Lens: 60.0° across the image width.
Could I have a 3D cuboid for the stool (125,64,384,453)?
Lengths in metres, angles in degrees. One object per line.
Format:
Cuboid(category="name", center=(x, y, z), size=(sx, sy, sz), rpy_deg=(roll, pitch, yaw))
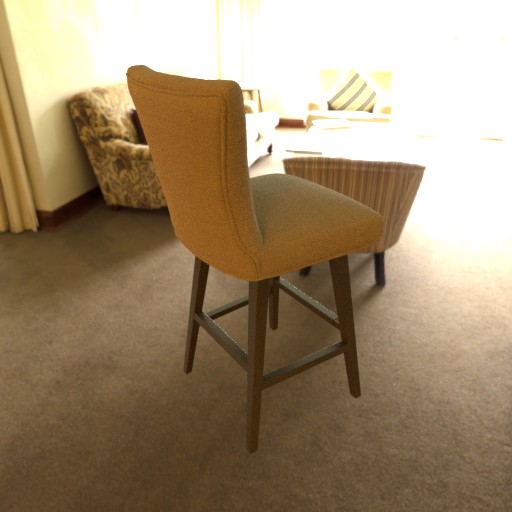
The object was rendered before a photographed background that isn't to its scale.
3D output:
Cuboid(category="stool", center=(0.000, 0.000, 1.377), size=(0.574, 1.086, 0.514), rpy_deg=(-18, 33, -31))
